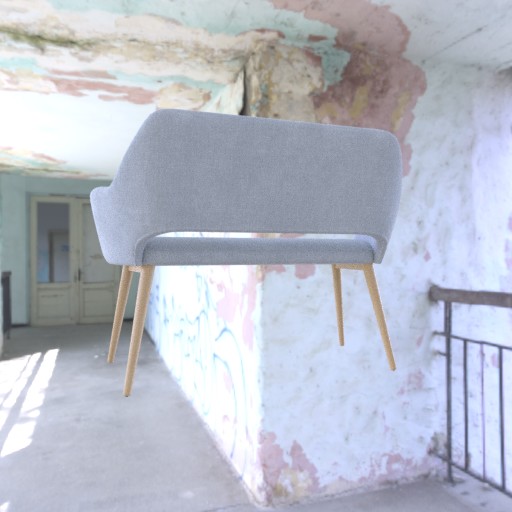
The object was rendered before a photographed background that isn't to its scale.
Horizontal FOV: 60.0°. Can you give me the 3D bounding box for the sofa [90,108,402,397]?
[{"bbox_3d":[0.000,0.000,1.634,1.150,0.840,0.610,0,0,-18],"label":"sofa"}]
